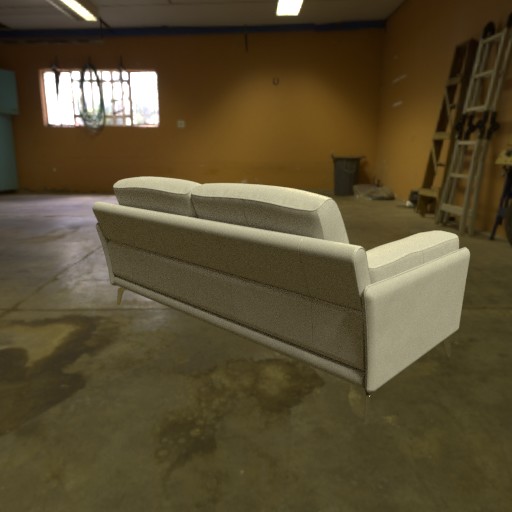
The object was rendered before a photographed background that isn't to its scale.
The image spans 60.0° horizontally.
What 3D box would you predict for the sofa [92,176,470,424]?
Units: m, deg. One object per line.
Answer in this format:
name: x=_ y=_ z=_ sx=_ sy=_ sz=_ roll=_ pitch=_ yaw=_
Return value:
sofa: x=0.000 y=0.000 z=2.654 sx=2.101 sy=0.930 sz=1.049 roll=13 pitch=19 yaw=43
